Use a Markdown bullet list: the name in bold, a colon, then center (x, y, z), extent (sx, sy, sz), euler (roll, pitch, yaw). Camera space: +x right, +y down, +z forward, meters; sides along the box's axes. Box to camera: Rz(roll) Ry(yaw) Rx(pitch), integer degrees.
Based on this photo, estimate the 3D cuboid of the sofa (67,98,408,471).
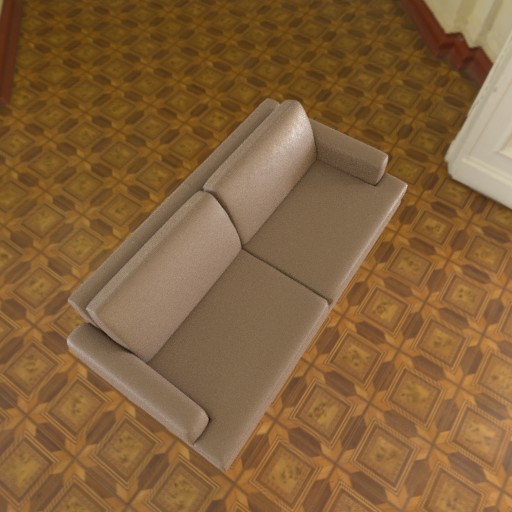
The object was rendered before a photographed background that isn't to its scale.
- **sofa**: center (0.000, 0.000, 2.448), extent (0.974, 0.765, 1.940), euler (30, 64, 17)
